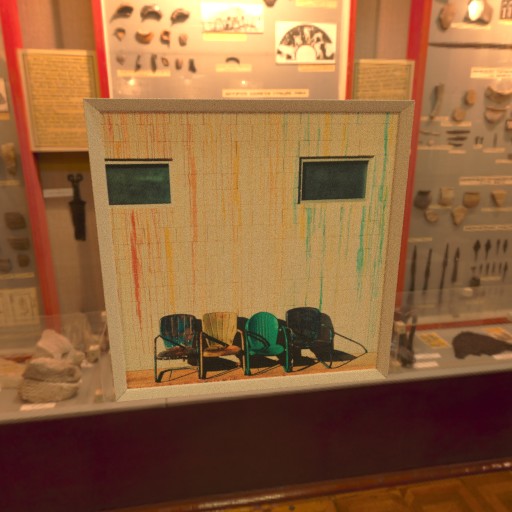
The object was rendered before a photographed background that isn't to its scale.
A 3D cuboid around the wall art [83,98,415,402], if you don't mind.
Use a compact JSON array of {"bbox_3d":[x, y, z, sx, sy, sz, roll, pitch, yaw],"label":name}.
[{"bbox_3d":[0.000,0.000,0.763,0.508,0.508,0.037,-2,17,-8],"label":"wall art"}]
